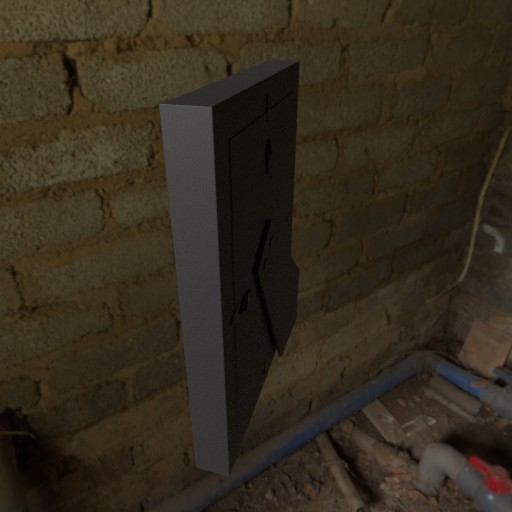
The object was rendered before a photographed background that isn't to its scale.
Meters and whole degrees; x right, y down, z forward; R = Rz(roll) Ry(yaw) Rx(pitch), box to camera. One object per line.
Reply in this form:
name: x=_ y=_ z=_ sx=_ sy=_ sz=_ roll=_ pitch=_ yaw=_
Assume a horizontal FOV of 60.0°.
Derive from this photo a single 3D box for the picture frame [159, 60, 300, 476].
picture frame: x=0.000 y=0.000 z=0.274 sx=0.028 sy=0.208 sz=0.157 roll=8 pitch=30 yaw=14
